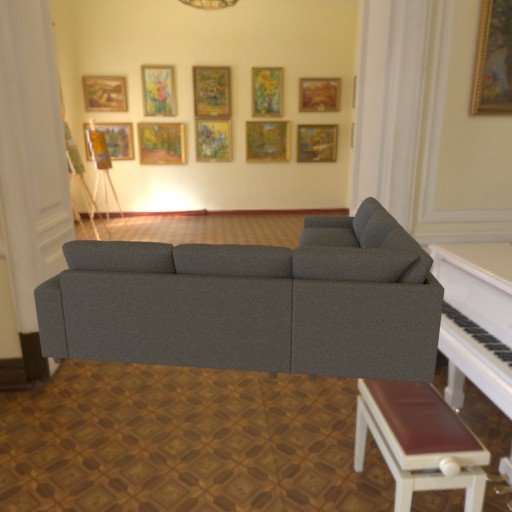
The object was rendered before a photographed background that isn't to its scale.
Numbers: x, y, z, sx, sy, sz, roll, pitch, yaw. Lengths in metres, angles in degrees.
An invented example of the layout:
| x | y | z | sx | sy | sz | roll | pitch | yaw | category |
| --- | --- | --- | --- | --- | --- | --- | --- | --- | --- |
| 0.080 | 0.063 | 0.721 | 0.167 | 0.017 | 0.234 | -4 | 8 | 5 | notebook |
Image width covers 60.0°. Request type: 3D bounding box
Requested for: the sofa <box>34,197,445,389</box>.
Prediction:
| x | y | z | sx | sy | sz | roll | pitch | yaw | category |
| --- | --- | --- | --- | --- | --- | --- | --- | --- | --- |
| 0.000 | 0.000 | 4.683 | 2.895 | 0.965 | 3.277 | 2 | 15 | 7 | sofa |
